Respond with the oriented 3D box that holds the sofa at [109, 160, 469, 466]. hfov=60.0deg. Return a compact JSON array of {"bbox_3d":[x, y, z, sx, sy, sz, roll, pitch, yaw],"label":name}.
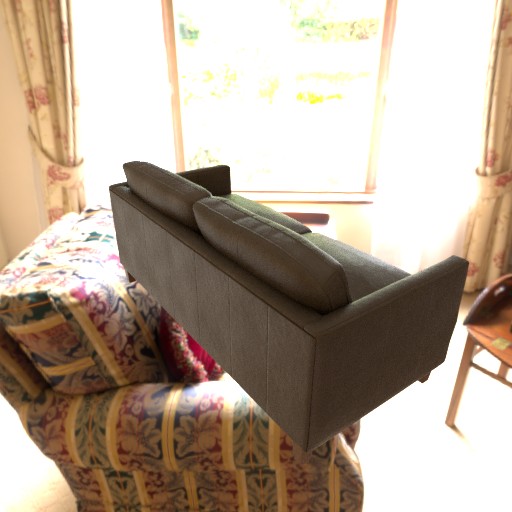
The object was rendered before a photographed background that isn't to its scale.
[{"bbox_3d":[0.000,0.000,2.466,0.933,0.863,1.971,-18,32,-32],"label":"sofa"}]
